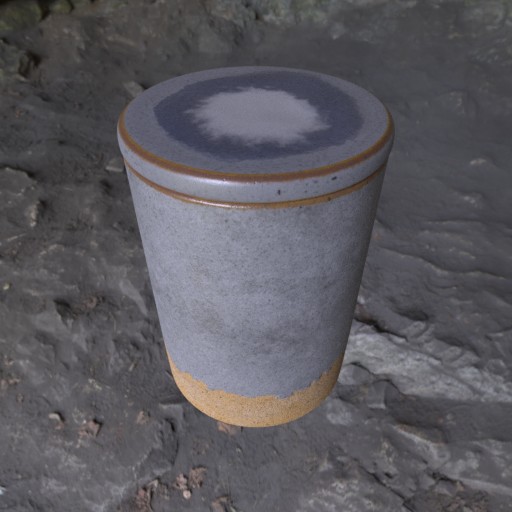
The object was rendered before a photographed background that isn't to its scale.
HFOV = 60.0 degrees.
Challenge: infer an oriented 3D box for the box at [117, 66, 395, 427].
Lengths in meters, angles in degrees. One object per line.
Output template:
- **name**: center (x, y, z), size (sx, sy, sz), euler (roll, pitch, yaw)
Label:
- **box**: center (0.000, 0.000, 0.245), size (0.118, 0.168, 0.118), euler (0, 41, 0)
